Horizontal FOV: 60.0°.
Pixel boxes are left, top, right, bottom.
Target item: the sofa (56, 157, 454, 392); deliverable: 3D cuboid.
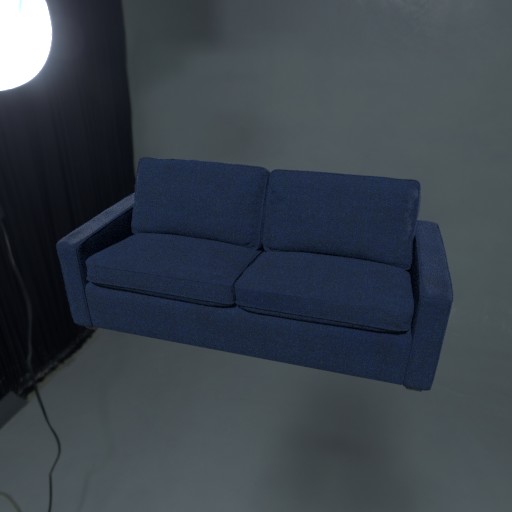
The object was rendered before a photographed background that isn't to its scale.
[{"bbox_3d":[0.000,0.000,2.624,2.080,0.919,0.940,8,29,14],"label":"sofa"}]
